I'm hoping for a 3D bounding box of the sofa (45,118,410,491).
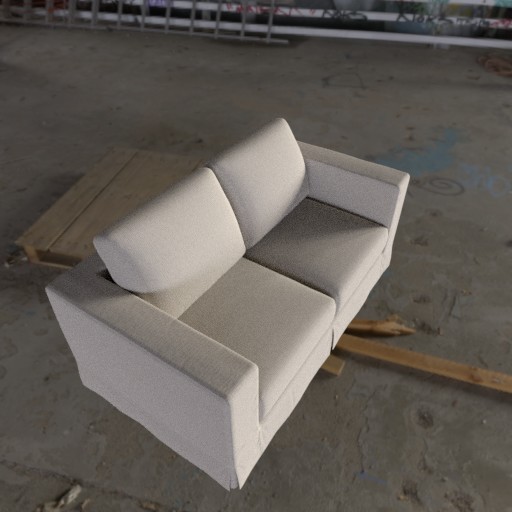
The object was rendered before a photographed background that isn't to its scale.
[{"bbox_3d":[0.000,0.000,2.373,1.009,0.932,1.813,24,46,25],"label":"sofa"}]
